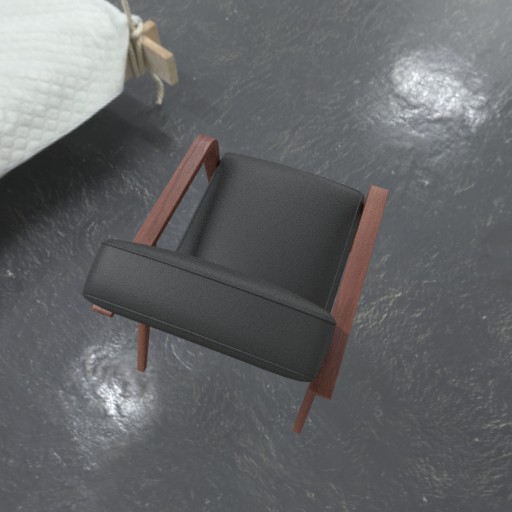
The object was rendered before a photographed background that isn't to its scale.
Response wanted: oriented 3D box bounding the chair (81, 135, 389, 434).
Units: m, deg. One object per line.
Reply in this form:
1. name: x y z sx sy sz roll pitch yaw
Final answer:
1. chair: 0.000 0.000 1.523 0.719 0.861 0.889 18 65 9
